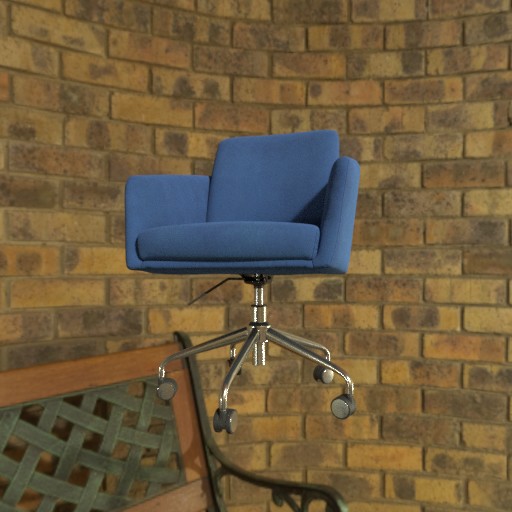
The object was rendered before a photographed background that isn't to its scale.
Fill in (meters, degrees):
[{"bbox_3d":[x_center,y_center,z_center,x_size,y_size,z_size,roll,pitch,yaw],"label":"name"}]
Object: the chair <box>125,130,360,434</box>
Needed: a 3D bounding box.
[{"bbox_3d":[0.000,0.000,1.390,0.641,0.908,0.635,0,0,17],"label":"chair"}]
